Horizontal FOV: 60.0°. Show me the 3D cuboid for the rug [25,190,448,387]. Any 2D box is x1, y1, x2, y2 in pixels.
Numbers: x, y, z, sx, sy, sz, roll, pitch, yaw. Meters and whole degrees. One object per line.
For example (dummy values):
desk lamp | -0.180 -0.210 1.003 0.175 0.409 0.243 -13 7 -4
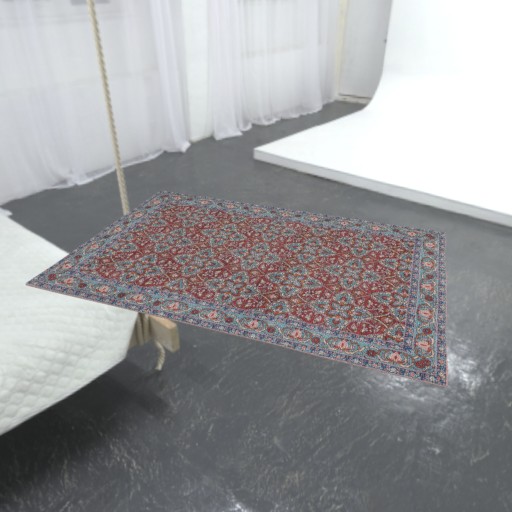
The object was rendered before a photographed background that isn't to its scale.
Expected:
rug | 0.000 0.000 2.265 1.829 0.009 1.219 10 32 17
